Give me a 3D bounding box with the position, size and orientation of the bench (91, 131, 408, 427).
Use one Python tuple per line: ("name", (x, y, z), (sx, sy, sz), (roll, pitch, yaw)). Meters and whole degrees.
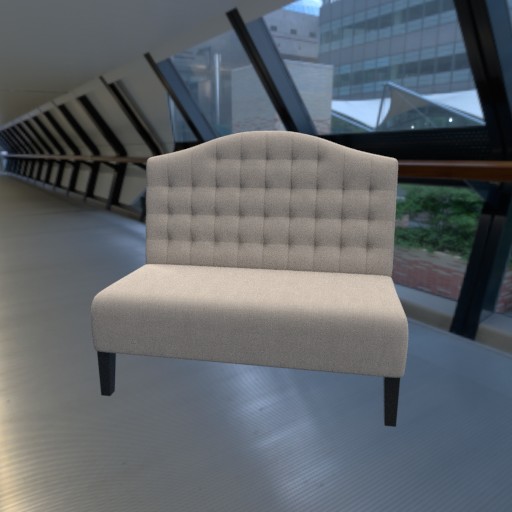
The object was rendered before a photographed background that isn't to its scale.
("bench", (0.000, 0.000, 2.134), (1.335, 1.180, 0.815), (3, 14, 10))
